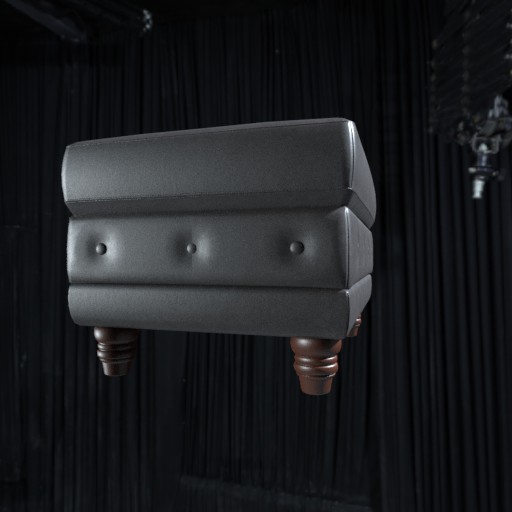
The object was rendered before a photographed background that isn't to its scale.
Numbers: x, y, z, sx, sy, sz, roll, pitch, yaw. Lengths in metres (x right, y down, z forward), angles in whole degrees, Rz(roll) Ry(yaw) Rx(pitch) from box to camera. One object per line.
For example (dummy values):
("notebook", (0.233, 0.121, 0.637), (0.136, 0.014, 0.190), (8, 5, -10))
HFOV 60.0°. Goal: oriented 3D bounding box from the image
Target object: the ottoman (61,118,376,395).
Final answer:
("ottoman", (0.000, 0.000, 1.172), (0.590, 0.498, 0.795), (0, 0, 17))
